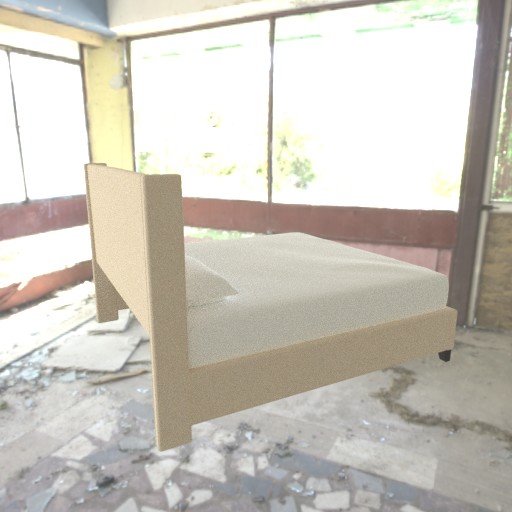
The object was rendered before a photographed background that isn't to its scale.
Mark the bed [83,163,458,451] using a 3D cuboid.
[{"bbox_3d":[0.000,0.000,3.643,2.293,1.471,2.145,-7,15,-27],"label":"bed"}]
